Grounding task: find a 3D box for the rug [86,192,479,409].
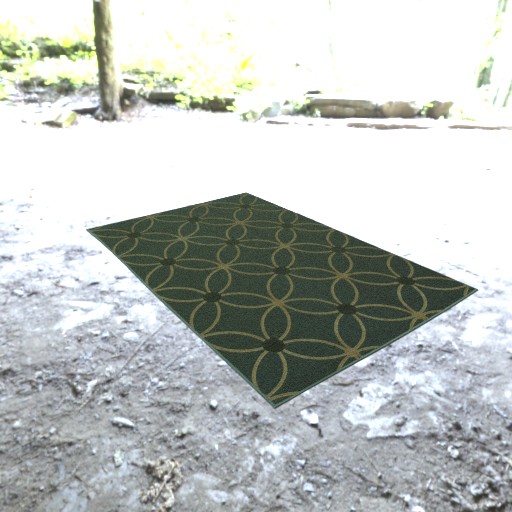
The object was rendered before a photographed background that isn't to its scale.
[{"bbox_3d":[0.000,0.000,2.956,1.522,0.008,2.284,-19,32,-33],"label":"rug"}]
